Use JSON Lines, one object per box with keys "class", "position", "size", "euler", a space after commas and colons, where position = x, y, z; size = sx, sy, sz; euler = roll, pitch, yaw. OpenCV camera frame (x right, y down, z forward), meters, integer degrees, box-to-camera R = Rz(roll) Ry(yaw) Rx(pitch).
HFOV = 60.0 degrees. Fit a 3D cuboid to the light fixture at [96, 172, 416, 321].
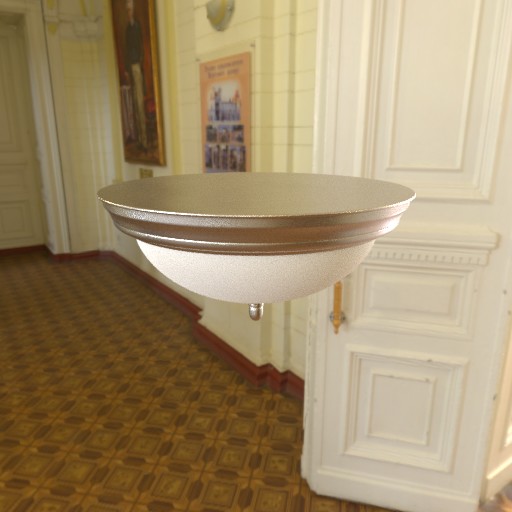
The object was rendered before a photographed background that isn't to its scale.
{"class": "light fixture", "position": [0.000, 0.000, 0.430], "size": [0.280, 0.135, 0.280], "euler": [0, 16, 0]}
